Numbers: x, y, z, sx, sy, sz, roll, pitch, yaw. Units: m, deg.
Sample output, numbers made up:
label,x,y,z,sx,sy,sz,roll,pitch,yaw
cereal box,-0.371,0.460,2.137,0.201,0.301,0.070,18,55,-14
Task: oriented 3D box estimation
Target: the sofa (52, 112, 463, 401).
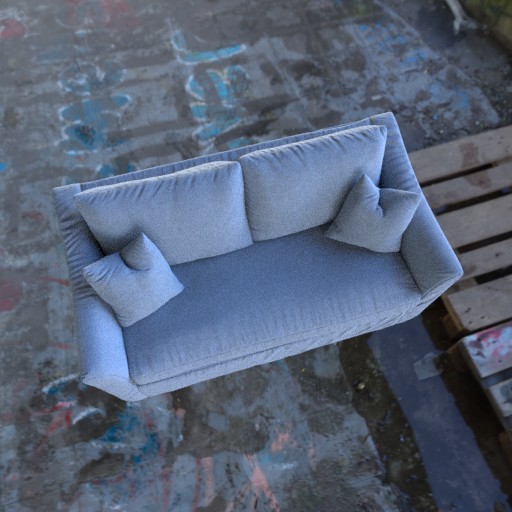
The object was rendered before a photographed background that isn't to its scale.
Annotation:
label,x,y,z,sx,sy,sz,roll,pitch,yaw
sofa,0.000,0.000,2.593,2.010,1.018,1.072,-15,64,-7
